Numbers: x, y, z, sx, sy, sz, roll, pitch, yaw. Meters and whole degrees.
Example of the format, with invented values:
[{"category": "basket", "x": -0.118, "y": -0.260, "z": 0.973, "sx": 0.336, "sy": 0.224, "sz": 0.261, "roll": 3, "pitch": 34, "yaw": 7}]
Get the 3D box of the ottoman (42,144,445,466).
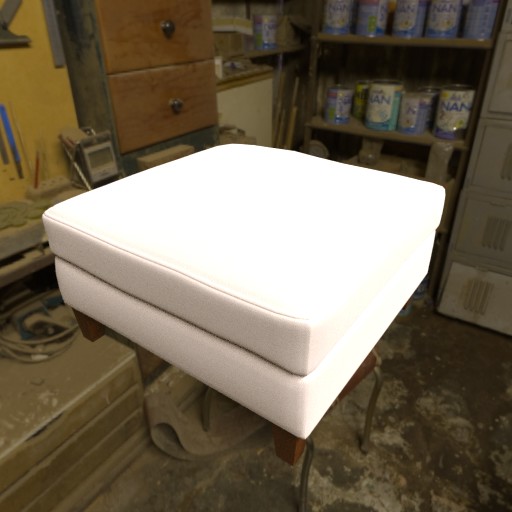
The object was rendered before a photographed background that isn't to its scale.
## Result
[{"category": "ottoman", "x": 0.000, "y": 0.000, "z": 1.335, "sx": 0.838, "sy": 0.479, "sz": 0.838, "roll": 19, "pitch": 35, "yaw": 31}]
